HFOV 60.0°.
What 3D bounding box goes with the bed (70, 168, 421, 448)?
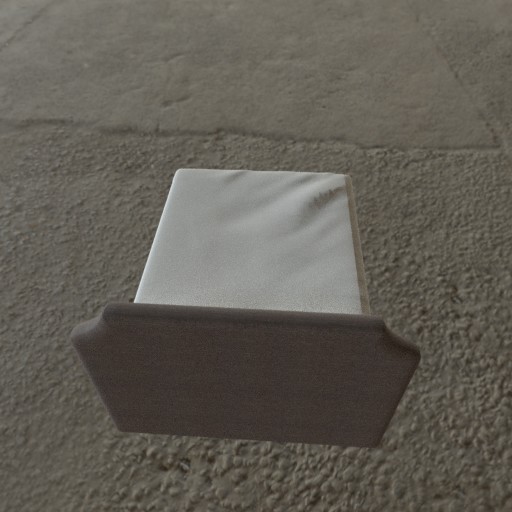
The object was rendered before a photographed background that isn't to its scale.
[{"bbox_3d":[0.000,0.000,3.135,1.693,1.290,2.116,3,46,3],"label":"bed"}]
